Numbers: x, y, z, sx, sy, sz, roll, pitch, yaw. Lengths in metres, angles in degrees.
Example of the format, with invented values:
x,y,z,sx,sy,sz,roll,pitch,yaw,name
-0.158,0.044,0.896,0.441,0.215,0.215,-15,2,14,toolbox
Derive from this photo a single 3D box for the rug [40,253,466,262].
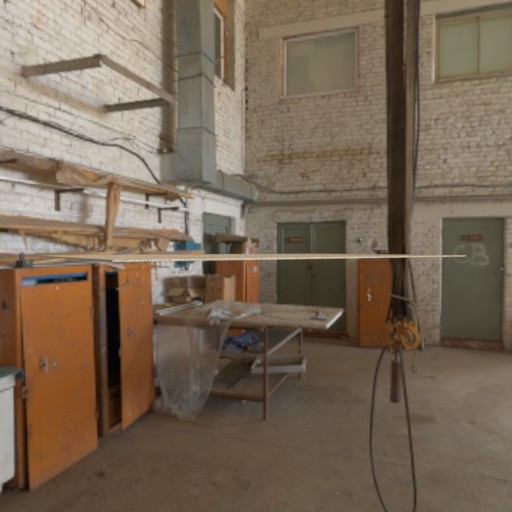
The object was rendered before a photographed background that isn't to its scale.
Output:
x,y,z,sx,sy,sz,roll,pitch,yaw,name
0.000,0.000,2.174,1.752,0.006,1.142,-1,1,-35,rug
